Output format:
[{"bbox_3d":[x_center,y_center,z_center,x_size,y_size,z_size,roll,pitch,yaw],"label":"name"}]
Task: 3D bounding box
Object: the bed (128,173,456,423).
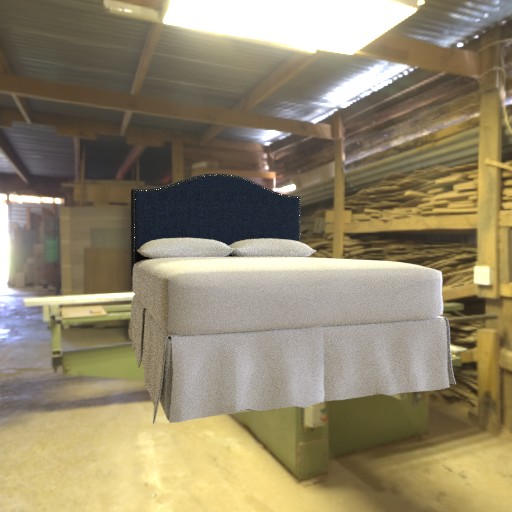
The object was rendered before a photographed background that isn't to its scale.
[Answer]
[{"bbox_3d":[0.000,0.000,3.224,1.713,1.518,2.153,0,1,-20],"label":"bed"}]
